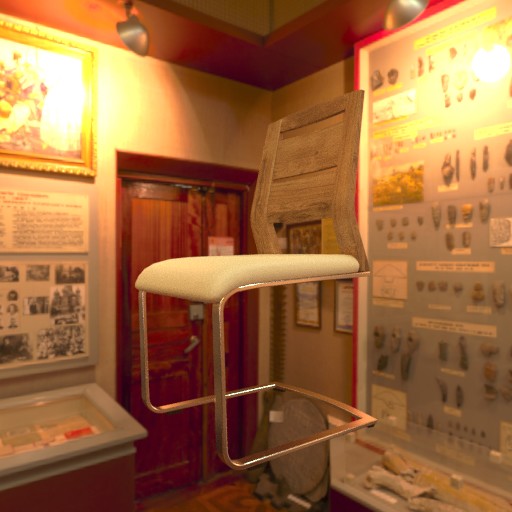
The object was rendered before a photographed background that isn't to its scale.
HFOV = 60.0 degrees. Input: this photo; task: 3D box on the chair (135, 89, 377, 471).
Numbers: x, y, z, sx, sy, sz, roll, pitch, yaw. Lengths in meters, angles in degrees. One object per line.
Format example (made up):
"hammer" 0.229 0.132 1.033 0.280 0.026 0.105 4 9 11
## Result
"chair" 0.000 0.000 1.267 0.561 0.955 0.457 0 0 -36
